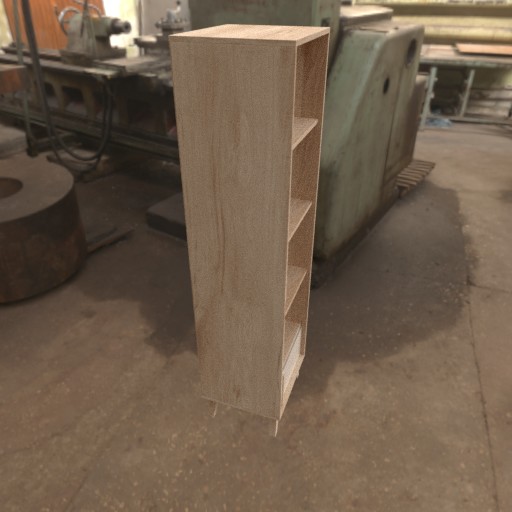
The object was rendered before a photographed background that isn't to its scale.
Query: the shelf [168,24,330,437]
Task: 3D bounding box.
[{"bbox_3d":[0.000,0.000,2.158,0.450,1.960,0.510,11,33,17],"label":"shelf"}]
